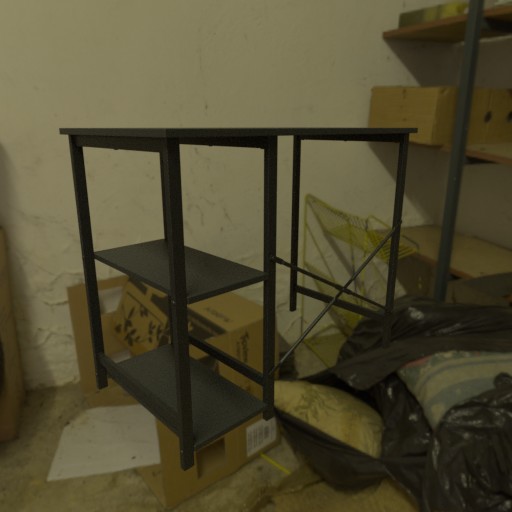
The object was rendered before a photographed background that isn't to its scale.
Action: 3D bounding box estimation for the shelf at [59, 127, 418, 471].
[{"bbox_3d":[0.000,0.000,1.349,0.902,0.749,0.498,-15,22,-41],"label":"shelf"}]
